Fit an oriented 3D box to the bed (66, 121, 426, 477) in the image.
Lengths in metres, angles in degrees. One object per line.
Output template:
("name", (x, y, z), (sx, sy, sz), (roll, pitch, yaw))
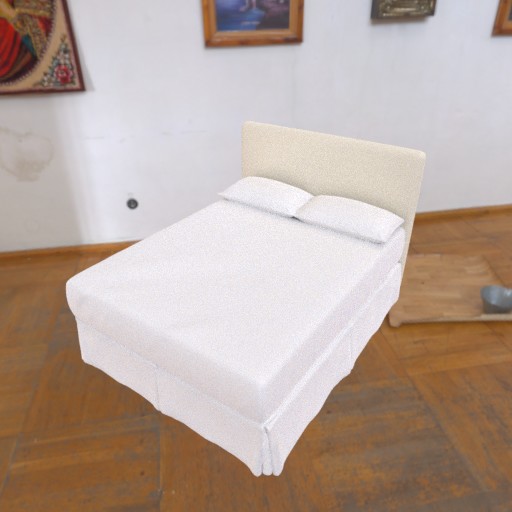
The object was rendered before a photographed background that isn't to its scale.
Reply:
("bed", (0.000, 0.000, 3.240), (1.714, 1.330, 2.147), (20, 36, 30))
